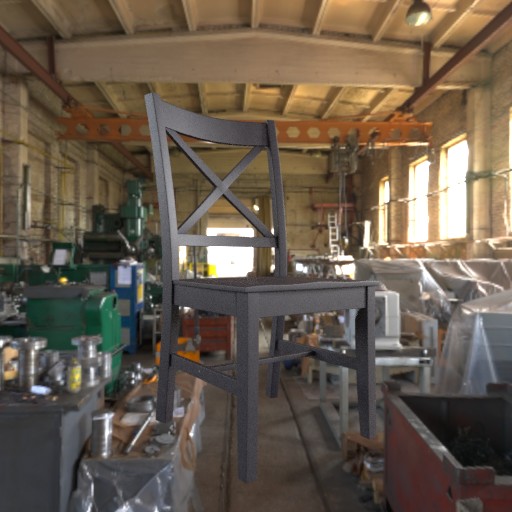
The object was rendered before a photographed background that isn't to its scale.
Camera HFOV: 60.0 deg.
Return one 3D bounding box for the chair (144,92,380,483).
[{"bbox_3d":[0.000,0.000,1.291,0.485,0.983,0.542,0,0,-36],"label":"chair"}]
